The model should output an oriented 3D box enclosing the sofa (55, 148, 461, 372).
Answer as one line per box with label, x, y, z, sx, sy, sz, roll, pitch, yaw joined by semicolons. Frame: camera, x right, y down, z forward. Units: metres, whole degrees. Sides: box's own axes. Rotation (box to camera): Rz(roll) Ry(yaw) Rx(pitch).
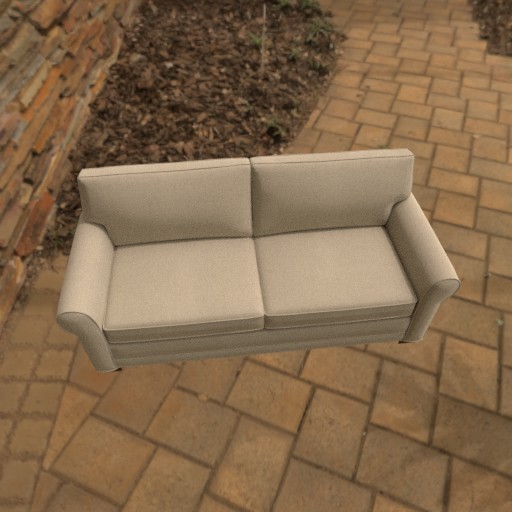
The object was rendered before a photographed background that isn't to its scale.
sofa;0.000;0.000;2.686;2.146;0.962;0.901;-5;47;-4
